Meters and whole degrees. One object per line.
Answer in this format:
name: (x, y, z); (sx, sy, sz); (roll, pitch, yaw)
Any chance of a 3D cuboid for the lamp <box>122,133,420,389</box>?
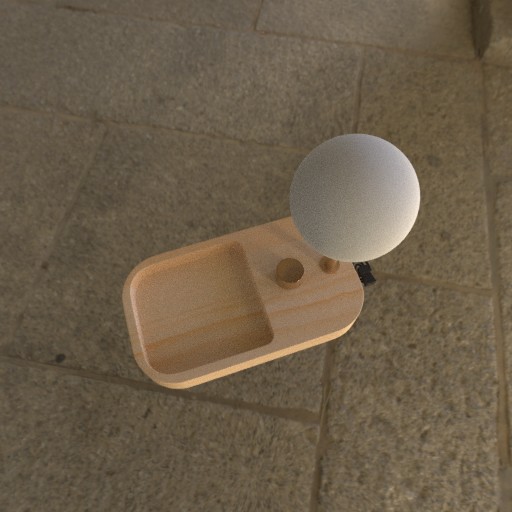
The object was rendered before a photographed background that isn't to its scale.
lamp: (0.000, 0.000, 0.484); (0.331, 0.253, 0.173); (-17, 65, -8)
